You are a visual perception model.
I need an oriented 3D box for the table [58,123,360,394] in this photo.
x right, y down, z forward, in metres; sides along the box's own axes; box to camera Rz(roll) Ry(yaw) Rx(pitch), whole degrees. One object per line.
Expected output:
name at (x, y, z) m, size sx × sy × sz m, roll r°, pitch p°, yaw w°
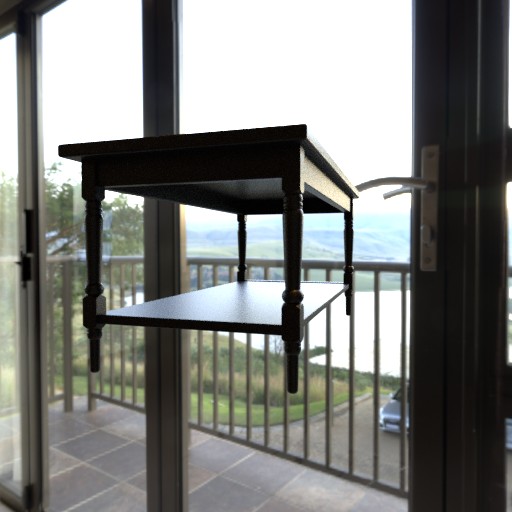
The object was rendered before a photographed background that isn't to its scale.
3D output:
table at (0.000, 0.000, 1.411) m, size 0.550 × 0.510 × 1.107 m, roll 0°, pitch 2°, yaw 18°
